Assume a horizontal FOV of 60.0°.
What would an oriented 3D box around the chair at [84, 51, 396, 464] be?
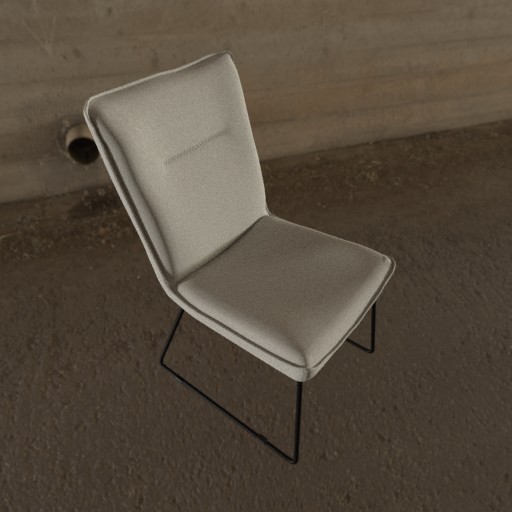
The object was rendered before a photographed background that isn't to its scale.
[{"bbox_3d":[0.000,0.000,1.298,0.688,0.930,0.515,27,47,27],"label":"chair"}]
